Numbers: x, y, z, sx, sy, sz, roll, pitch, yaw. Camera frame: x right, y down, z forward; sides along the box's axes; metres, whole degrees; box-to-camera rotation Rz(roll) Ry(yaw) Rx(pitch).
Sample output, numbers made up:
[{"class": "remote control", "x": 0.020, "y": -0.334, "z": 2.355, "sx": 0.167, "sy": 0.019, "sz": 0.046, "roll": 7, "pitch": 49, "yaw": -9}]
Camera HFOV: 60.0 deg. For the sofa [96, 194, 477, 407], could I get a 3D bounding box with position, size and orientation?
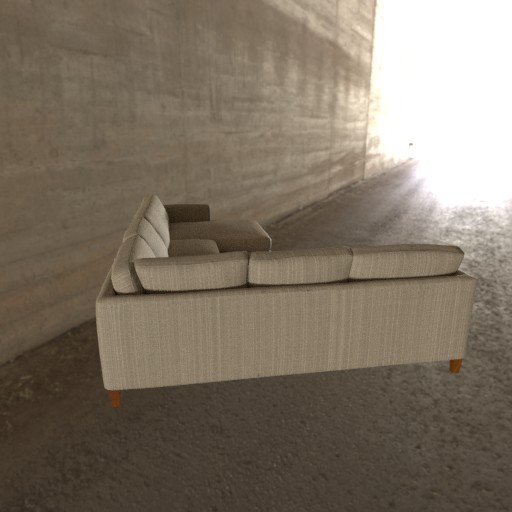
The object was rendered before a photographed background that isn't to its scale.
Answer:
[{"class": "sofa", "x": 0.000, "y": 0.000, "z": 4.555, "sx": 2.594, "sy": 0.961, "sz": 3.460, "roll": -3, "pitch": 16, "yaw": -9}]
